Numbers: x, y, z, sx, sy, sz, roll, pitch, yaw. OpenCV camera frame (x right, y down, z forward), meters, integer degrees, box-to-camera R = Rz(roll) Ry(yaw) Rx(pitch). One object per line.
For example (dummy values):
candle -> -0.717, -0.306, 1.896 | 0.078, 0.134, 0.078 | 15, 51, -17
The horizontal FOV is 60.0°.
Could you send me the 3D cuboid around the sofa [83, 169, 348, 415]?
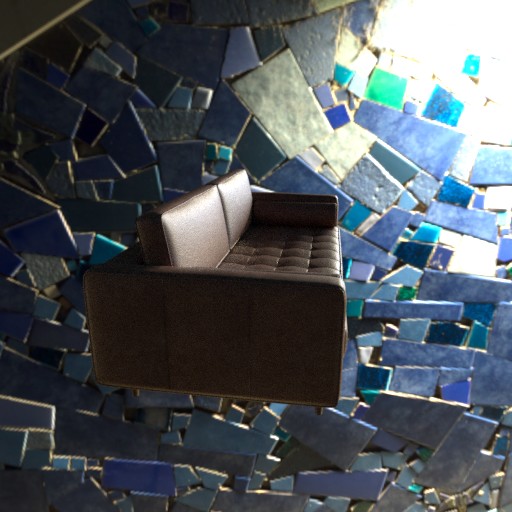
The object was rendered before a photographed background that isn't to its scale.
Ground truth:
sofa -> 0.000, 0.000, 2.350 | 0.910, 0.760, 1.870 | 3, 17, 9
